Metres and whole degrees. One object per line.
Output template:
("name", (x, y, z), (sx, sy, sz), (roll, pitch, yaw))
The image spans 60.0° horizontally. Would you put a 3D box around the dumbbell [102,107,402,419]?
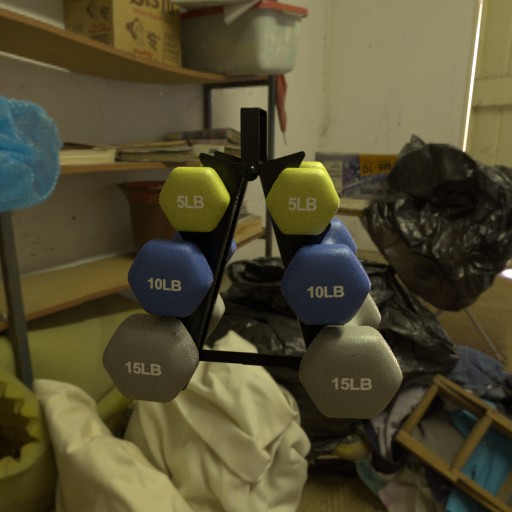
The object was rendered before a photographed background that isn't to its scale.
("dumbbell", (0.000, 0.000, 0.676), (0.416, 0.426, 0.261), (2, 15, 8))
